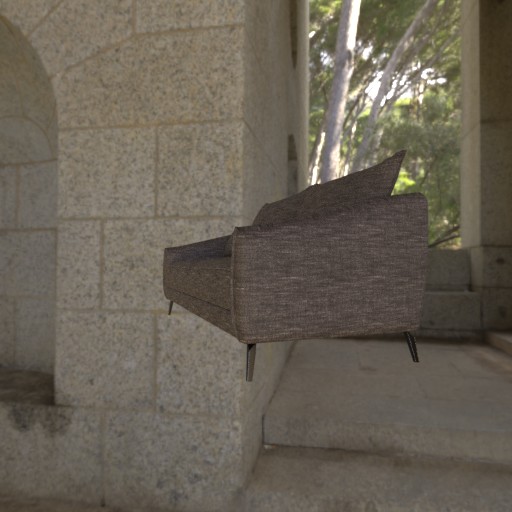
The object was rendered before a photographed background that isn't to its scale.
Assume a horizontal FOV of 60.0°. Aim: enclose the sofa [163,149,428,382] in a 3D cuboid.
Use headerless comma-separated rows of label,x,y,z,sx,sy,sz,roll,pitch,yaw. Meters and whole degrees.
sofa,0.000,0.000,2.473,0.807,0.843,2.019,0,-1,-18
